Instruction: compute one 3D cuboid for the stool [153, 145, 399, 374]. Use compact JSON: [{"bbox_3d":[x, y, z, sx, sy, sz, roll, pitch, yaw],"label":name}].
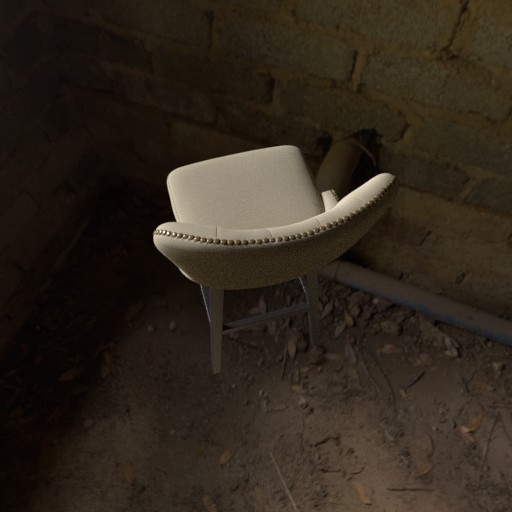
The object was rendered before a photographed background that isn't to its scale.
[{"bbox_3d":[0.000,0.000,1.414,0.528,1.066,0.605,-14,60,-8],"label":"stool"}]
